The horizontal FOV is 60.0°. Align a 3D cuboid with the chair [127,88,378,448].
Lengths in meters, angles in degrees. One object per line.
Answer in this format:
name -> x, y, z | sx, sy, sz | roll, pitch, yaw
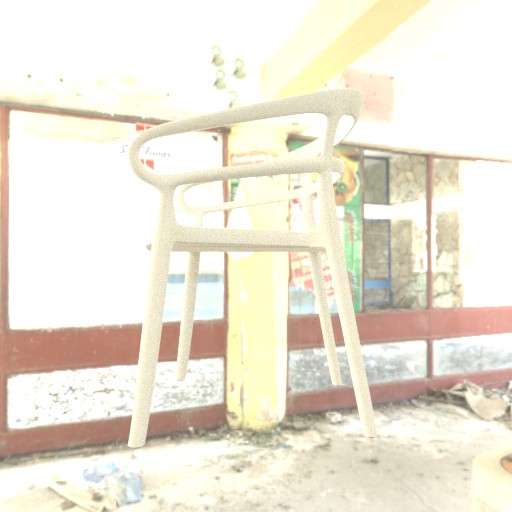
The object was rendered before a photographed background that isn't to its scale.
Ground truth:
chair -> 0.000, 0.000, 1.125 | 0.527, 0.761, 0.559 | 0, -1, 0
